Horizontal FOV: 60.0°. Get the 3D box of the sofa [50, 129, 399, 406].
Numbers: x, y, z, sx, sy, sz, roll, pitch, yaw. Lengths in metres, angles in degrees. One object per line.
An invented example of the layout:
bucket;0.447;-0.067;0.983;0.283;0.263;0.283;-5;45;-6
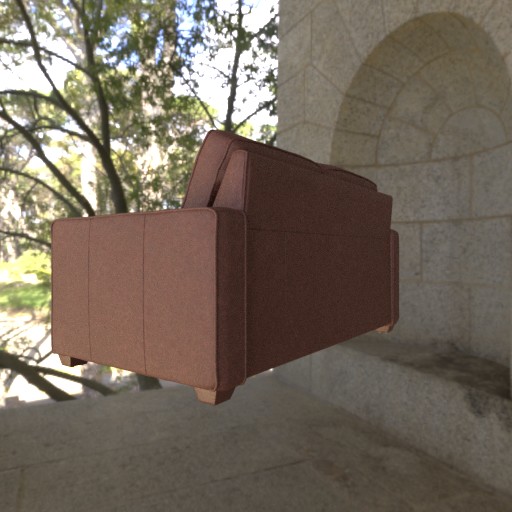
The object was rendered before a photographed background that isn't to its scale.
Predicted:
sofa;0.000;0.000;2.267;0.947;0.918;1.709;0;0;36
